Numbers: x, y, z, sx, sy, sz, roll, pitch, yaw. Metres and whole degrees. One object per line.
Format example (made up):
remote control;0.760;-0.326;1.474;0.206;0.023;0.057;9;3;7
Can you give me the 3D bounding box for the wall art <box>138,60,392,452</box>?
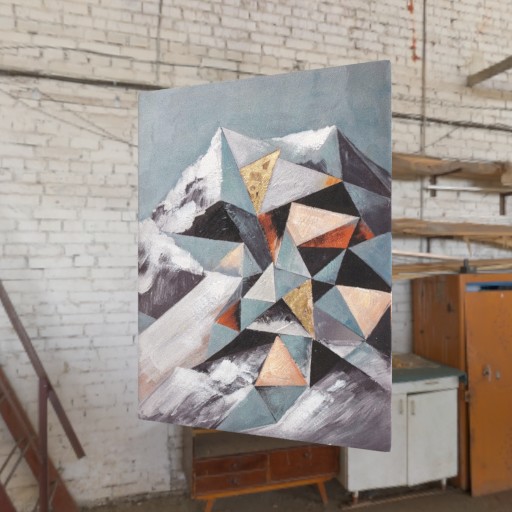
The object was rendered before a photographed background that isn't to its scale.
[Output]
wall art;0.000;0.000;0.778;0.455;0.613;0.037;0;0;18
